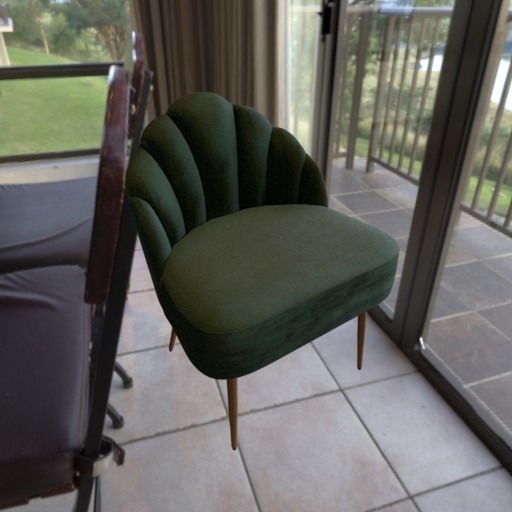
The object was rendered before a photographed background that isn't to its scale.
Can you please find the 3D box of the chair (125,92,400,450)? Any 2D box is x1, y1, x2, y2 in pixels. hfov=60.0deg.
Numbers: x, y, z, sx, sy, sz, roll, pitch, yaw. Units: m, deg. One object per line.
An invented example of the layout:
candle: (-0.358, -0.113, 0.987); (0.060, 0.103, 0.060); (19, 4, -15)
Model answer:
chair: (0.000, 0.000, 1.286); (0.657, 0.819, 0.599); (-21, 37, -31)
